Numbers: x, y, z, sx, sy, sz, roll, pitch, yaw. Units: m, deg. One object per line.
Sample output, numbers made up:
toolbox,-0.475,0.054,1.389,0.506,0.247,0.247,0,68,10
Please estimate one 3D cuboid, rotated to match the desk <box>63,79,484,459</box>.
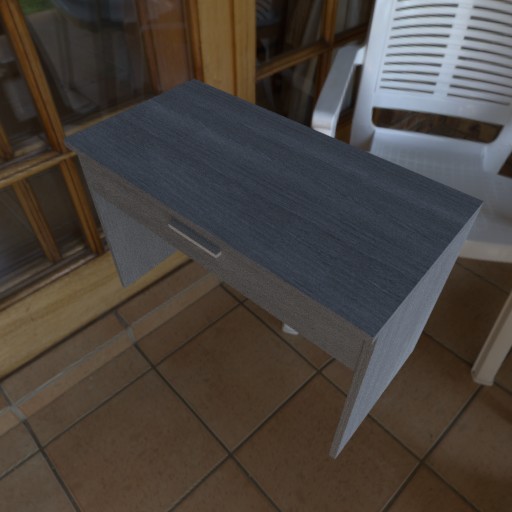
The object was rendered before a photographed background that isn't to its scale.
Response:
desk,0.000,0.000,1.529,1.099,0.729,0.557,32,54,27
